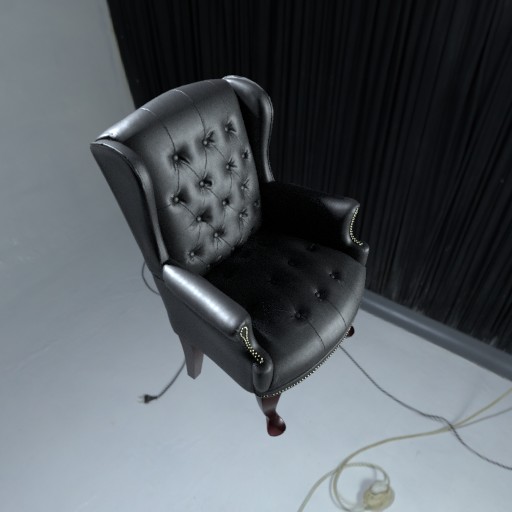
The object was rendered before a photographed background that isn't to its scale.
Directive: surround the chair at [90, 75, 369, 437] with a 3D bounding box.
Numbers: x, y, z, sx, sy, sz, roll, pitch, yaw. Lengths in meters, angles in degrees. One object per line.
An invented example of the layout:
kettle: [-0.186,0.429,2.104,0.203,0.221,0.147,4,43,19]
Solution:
chair: [0.000,0.000,1.711,0.822,1.133,0.831,26,47,26]
